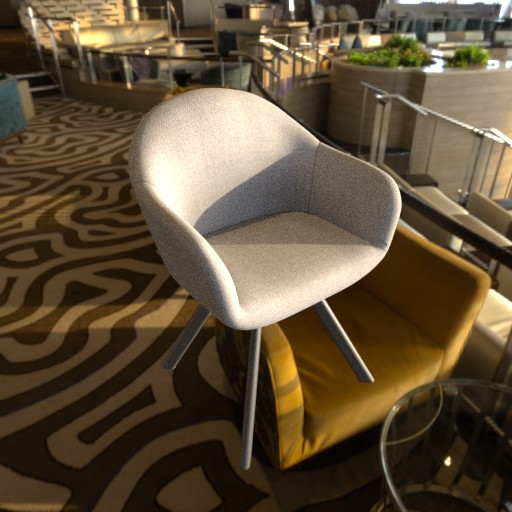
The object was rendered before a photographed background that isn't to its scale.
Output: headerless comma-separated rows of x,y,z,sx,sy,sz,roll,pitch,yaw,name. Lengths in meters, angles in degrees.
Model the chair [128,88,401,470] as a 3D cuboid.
0.000,0.000,1.200,0.590,0.795,0.550,-21,37,-31,chair
